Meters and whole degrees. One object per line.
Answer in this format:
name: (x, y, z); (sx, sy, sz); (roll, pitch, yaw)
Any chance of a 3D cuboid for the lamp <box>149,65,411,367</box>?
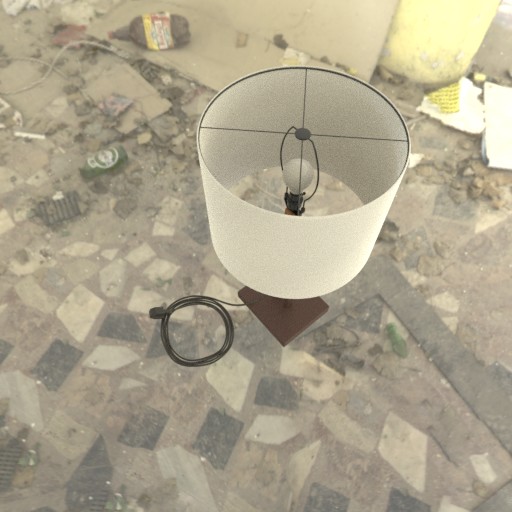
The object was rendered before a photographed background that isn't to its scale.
lamp: (0.000, 0.000, 1.005); (0.525, 0.668, 0.396); (-35, 65, -19)
